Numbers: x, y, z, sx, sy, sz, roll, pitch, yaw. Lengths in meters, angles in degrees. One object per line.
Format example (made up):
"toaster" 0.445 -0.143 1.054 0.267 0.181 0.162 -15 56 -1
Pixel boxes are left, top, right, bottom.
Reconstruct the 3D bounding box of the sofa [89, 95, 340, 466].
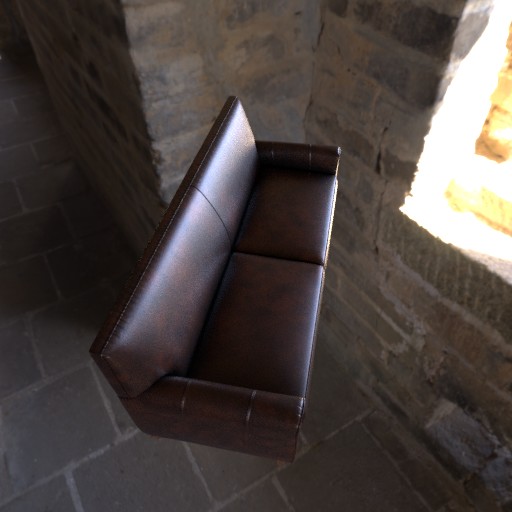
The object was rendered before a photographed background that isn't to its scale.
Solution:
"sofa" 0.000 0.000 2.469 0.786 0.871 1.995 9 46 8
